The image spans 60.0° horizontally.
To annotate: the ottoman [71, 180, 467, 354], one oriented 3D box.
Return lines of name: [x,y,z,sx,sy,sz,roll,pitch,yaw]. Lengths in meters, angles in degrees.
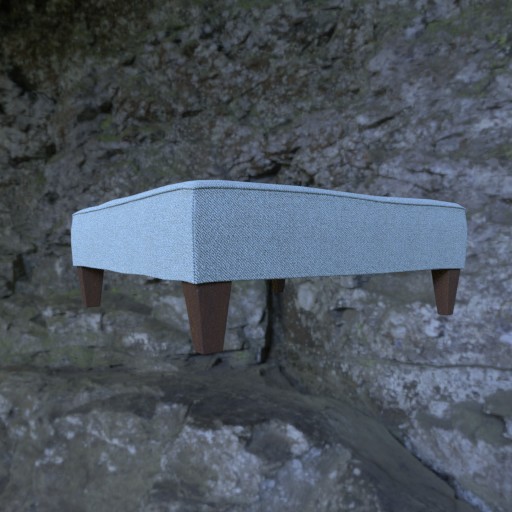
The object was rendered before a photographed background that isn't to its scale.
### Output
ottoman: [0.000,0.000,1.536,1.004,0.379,0.968,-1,1,-36]
